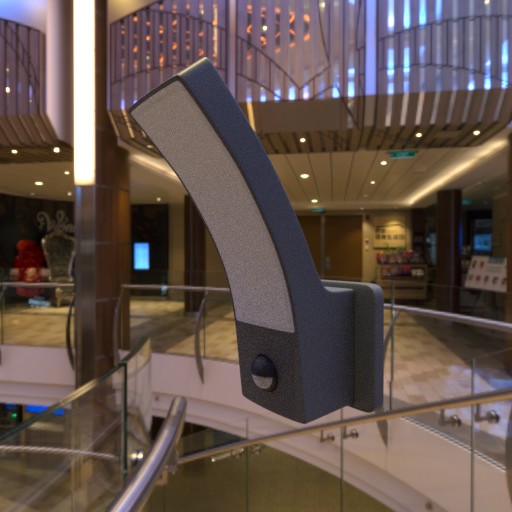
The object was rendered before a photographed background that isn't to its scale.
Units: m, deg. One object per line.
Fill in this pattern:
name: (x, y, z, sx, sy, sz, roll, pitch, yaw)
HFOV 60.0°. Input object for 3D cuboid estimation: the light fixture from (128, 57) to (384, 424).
light fixture: (0.000, 0.000, 0.336, 0.174, 0.243, 0.108, 0, 1, -36)
